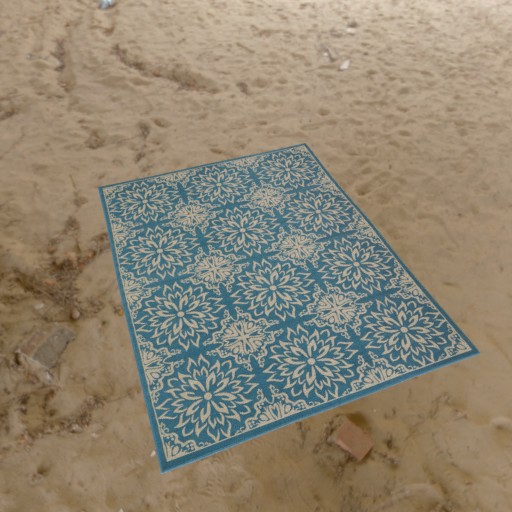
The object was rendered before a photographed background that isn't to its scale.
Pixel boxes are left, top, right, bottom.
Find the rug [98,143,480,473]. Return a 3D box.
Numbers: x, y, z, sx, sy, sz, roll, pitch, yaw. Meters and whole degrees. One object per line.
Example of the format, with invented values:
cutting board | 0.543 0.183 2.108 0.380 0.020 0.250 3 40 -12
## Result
rug | 0.000 0.000 3.867 2.350 0.018 2.964 -15 48 -14
